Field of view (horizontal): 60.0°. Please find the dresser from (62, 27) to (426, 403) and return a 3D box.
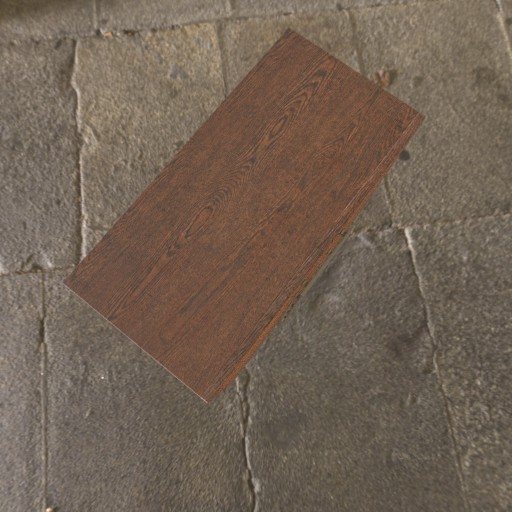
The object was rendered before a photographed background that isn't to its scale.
[{"bbox_3d":[0.000,0.000,1.823,0.508,1.321,0.965,37,79,8],"label":"dresser"}]
